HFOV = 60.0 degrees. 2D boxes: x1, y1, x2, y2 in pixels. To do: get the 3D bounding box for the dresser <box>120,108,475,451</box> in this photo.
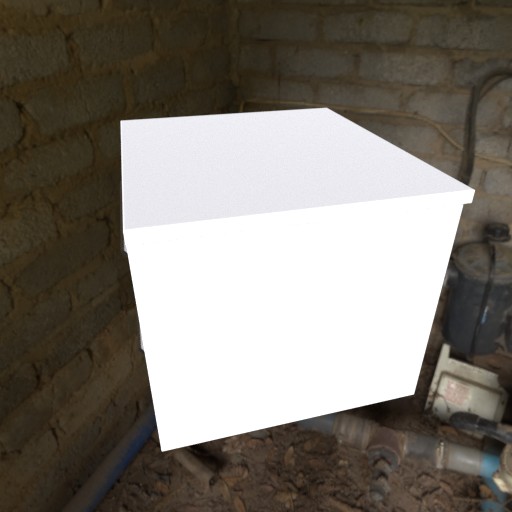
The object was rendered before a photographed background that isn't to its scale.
[{"bbox_3d":[0.000,0.000,0.728,0.400,0.360,0.430,-8,32,-13],"label":"dresser"}]
